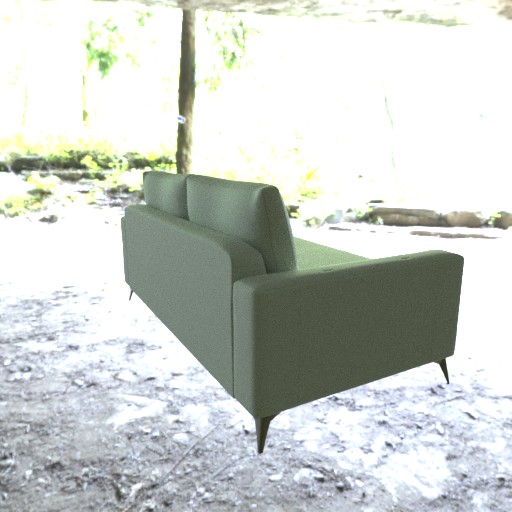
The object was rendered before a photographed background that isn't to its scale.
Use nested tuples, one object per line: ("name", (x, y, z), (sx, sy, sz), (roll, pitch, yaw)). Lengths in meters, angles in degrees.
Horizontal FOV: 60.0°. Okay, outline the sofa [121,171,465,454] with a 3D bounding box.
("sofa", (0.000, 0.000, 2.138), (0.920, 0.790, 1.650), (-7, 15, -28))
